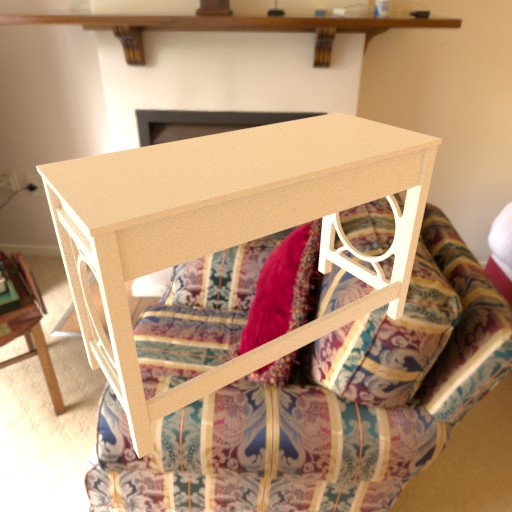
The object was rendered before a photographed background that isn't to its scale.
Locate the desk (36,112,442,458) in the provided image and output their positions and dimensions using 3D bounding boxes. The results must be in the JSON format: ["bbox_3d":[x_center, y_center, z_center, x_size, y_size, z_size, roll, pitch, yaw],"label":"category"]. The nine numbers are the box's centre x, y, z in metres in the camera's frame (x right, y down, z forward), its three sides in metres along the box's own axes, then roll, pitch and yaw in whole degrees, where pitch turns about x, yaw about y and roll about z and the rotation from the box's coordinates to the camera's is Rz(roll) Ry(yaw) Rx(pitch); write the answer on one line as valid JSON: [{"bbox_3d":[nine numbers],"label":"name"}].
[{"bbox_3d":[0.000,0.000,1.577,1.191,0.762,0.504,-19,35,-30],"label":"desk"}]
